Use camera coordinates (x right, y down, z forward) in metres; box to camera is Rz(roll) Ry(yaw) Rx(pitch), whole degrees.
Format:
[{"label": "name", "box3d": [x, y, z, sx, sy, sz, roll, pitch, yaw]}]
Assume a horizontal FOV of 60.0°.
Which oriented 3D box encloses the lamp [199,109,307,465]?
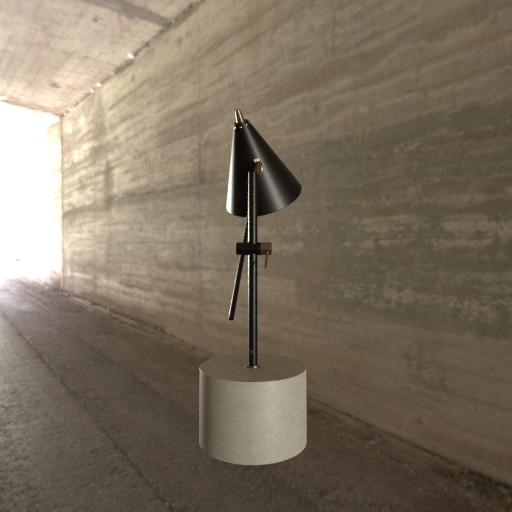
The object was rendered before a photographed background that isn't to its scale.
[{"label": "lamp", "box3d": [0.000, 0.000, 0.737, 0.214, 0.518, 0.403, 0, 1, 19]}]
